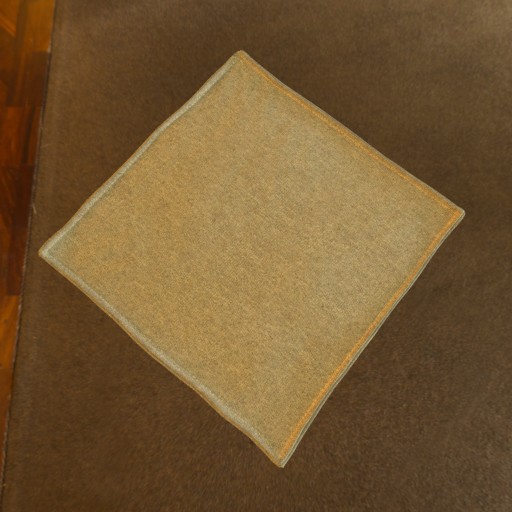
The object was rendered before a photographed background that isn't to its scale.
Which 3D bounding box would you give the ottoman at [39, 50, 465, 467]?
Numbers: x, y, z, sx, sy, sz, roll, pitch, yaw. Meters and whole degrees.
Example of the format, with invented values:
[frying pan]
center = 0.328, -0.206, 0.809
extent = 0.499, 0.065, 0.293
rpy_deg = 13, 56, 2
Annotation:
[ottoman]
center = 0.000, 0.000, 1.165
extent = 0.696, 0.470, 0.707
rpy_deg = 38, 79, 9
